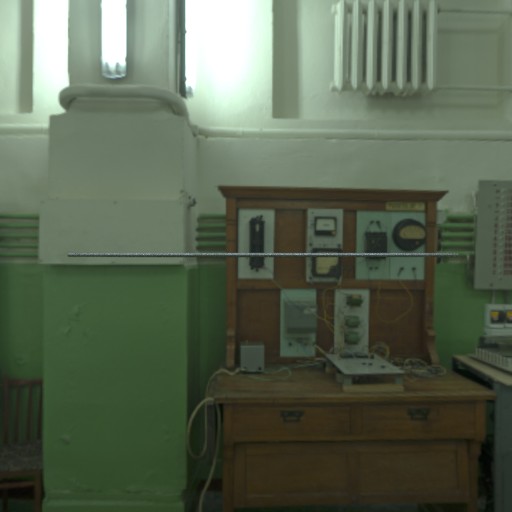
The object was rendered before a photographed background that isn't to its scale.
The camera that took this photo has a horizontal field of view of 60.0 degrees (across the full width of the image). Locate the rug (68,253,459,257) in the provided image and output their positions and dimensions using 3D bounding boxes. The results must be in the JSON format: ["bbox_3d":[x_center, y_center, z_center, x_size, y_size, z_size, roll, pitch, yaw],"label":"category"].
[{"bbox_3d":[0.000,0.000,3.419,1.819,0.018,2.746,0,0,-2],"label":"rug"}]
